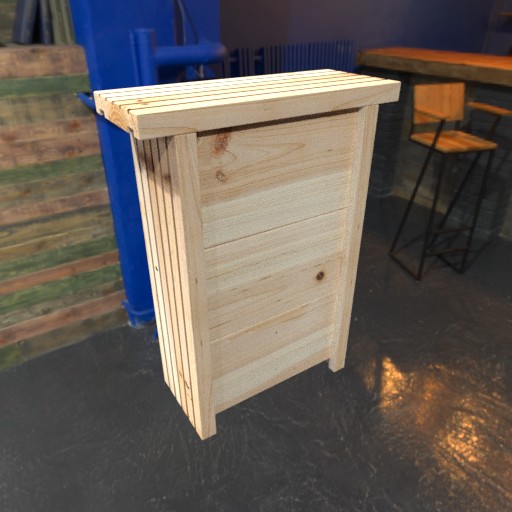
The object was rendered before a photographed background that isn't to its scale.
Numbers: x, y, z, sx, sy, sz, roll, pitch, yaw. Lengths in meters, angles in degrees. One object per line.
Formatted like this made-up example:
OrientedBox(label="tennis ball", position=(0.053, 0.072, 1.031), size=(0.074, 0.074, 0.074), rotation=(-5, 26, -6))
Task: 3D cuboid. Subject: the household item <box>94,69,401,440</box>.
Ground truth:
OrientedBox(label="household item", position=(0.000, 0.000, 0.562), size=(0.301, 0.407, 0.123), rotation=(-18, 34, -28))
